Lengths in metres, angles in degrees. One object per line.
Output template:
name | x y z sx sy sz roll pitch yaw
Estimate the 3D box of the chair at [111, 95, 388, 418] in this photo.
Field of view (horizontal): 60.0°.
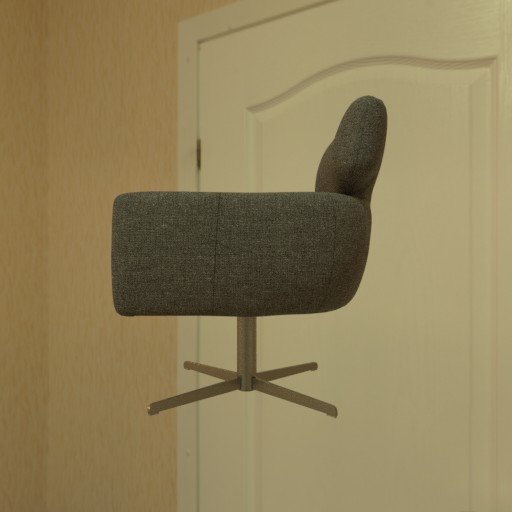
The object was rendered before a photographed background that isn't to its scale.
chair | 0.000 0.000 1.354 0.715 0.812 0.706 0 0 2
